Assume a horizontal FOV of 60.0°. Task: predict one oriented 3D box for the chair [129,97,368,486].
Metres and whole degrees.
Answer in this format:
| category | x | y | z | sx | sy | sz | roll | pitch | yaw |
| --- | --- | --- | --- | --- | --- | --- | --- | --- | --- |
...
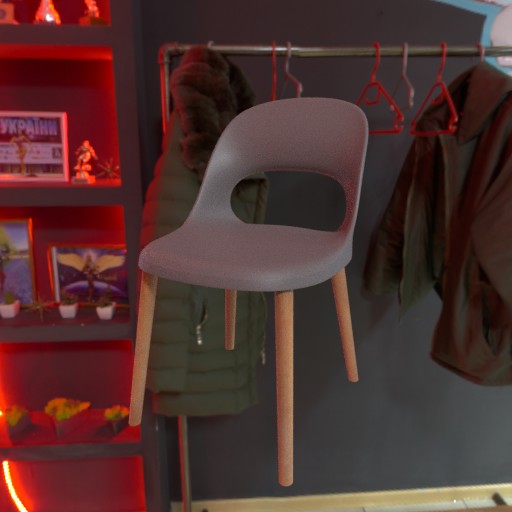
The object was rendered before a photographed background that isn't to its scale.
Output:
| category | x | y | z | sx | sy | sz | roll | pitch | yaw |
| --- | --- | --- | --- | --- | --- | --- | --- | --- | --- |
| chair | 0.000 | 0.000 | 1.118 | 0.470 | 0.795 | 0.556 | 8 | 17 | 27 |
